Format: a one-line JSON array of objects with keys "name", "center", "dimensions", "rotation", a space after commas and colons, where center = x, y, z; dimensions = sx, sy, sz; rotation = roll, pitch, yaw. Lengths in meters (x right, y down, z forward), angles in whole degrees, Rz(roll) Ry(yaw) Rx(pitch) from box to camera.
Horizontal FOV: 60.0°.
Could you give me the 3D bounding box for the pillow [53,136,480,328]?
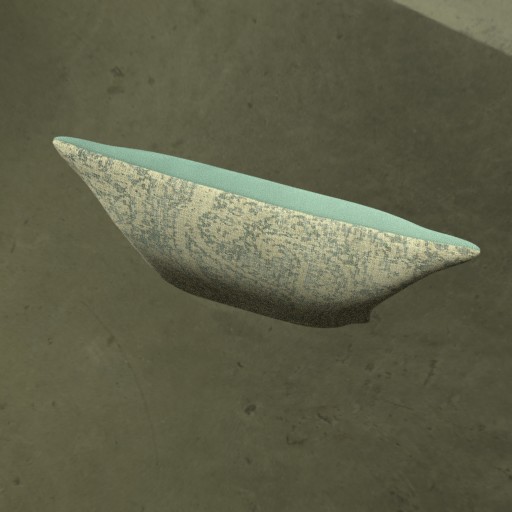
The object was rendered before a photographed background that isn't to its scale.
[{"name": "pillow", "center": [0.000, 0.000, 0.760], "dimensions": [0.526, 0.507, 0.166], "rotation": [15, 74, 4]}]
